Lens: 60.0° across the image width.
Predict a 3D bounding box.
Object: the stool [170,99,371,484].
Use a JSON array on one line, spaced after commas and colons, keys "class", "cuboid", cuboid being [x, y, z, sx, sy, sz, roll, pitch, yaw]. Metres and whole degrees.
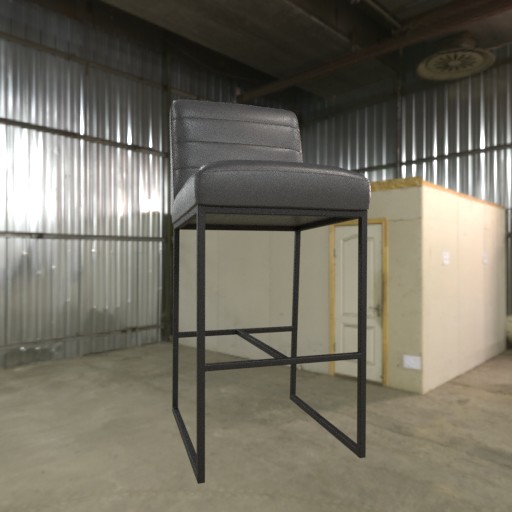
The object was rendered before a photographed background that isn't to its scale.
[{"class": "stool", "cuboid": [0.000, 0.000, 1.316, 0.457, 1.040, 0.552, 0, 0, -17]}]
